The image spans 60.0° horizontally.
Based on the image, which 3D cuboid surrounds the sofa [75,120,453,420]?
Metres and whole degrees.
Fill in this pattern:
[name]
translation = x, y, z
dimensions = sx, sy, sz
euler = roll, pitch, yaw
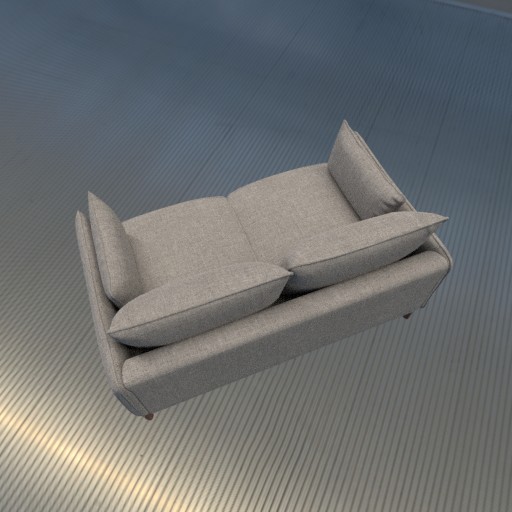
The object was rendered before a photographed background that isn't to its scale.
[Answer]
[sofa]
translation = 0.000, 0.000, 2.180
dimensions = 1.580, 0.851, 0.972
euler = -18, 59, -12
